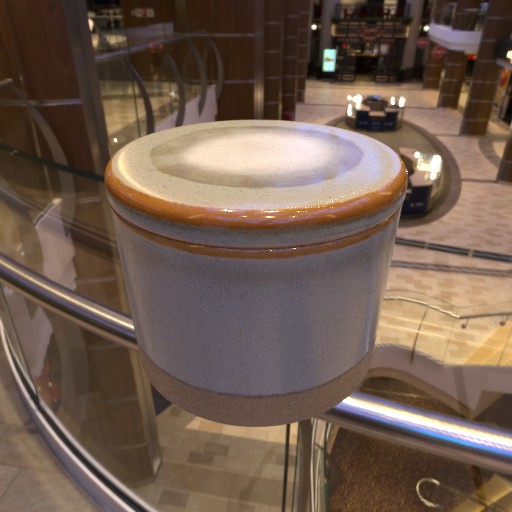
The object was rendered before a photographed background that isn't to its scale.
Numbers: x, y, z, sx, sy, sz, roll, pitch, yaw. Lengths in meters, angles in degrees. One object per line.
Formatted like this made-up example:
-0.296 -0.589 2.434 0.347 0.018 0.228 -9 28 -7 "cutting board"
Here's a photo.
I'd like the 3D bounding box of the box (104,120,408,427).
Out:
0.000 0.000 0.209 0.123 0.100 0.123 0 30 0 "box"
